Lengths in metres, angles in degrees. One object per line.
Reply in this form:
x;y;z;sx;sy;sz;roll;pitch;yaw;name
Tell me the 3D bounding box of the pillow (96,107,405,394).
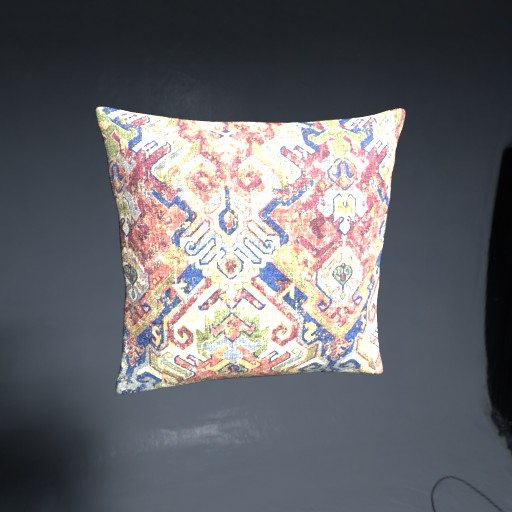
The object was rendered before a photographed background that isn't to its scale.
0.000;0.000;0.794;0.523;0.506;0.166;-2;16;-8;pillow
